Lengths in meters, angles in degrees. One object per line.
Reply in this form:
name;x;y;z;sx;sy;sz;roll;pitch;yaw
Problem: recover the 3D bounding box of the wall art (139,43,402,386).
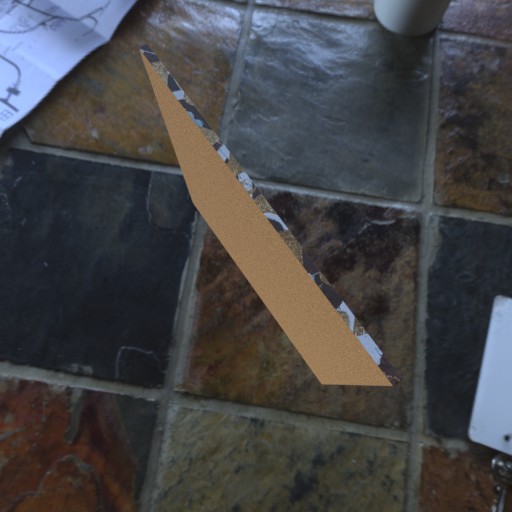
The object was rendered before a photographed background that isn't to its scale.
wall art;0.000;0.000;0.602;0.010;0.406;0.404;-34;77;-9
